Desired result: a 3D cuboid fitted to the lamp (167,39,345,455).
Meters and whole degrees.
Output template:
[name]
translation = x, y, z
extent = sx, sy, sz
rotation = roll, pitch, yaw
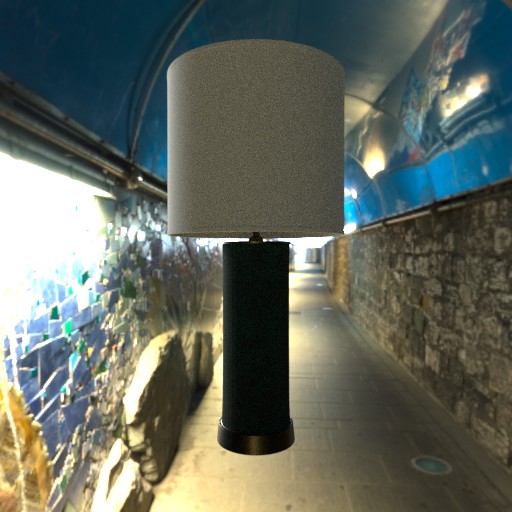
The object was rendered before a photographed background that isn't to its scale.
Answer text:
[lamp]
translation = 0.000, 0.000, 0.765
extent = 0.301, 0.630, 0.301
rotation = 0, 0, 17
